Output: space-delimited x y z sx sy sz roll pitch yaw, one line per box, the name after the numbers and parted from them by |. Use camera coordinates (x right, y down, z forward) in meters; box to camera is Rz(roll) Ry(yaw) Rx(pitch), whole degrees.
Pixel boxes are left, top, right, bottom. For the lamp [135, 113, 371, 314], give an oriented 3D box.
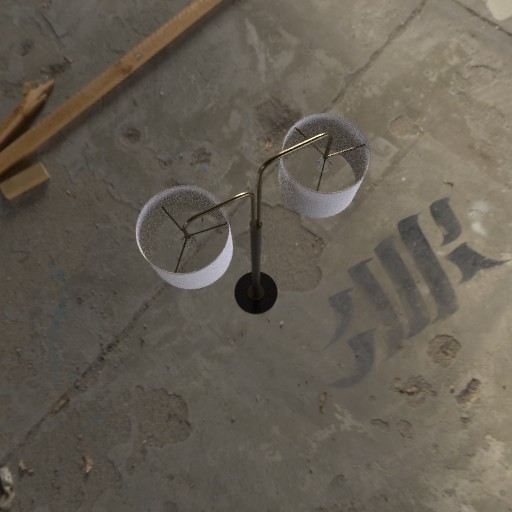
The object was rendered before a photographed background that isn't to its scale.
0.000 0.000 1.857 0.711 1.587 0.254 -29 76 -8 | lamp
